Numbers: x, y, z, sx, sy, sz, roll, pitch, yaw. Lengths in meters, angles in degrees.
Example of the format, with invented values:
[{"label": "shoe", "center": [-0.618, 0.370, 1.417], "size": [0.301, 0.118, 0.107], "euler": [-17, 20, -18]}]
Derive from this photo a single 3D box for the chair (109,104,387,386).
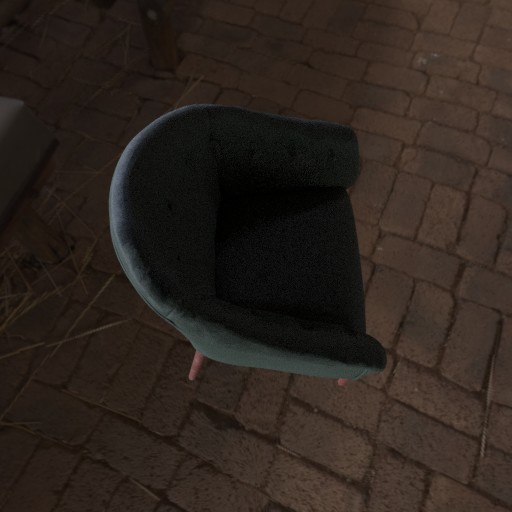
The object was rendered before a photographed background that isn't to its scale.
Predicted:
[{"label": "chair", "center": [0.000, 0.000, 1.519], "size": [0.776, 0.885, 0.851], "euler": [0, 64, 0]}]
